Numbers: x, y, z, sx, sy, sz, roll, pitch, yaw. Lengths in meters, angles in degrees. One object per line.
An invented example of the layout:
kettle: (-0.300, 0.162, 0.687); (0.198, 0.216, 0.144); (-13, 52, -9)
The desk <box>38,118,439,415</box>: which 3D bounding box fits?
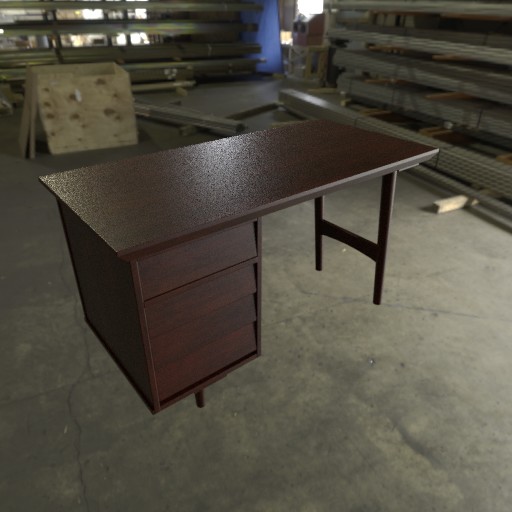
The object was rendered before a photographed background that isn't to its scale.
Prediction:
desk: (0.000, 0.000, 1.727); (1.277, 0.758, 0.612); (-22, 37, -32)
